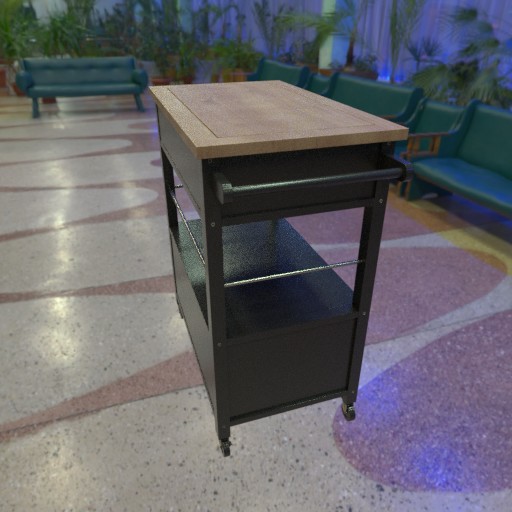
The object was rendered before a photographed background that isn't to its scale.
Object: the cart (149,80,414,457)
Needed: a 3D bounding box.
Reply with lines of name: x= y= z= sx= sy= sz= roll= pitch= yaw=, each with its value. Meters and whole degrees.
cart: x=0.000 y=0.000 z=1.378 sx=0.459 sy=0.901 sz=0.840 roll=-9 pitch=30 yaw=-16
